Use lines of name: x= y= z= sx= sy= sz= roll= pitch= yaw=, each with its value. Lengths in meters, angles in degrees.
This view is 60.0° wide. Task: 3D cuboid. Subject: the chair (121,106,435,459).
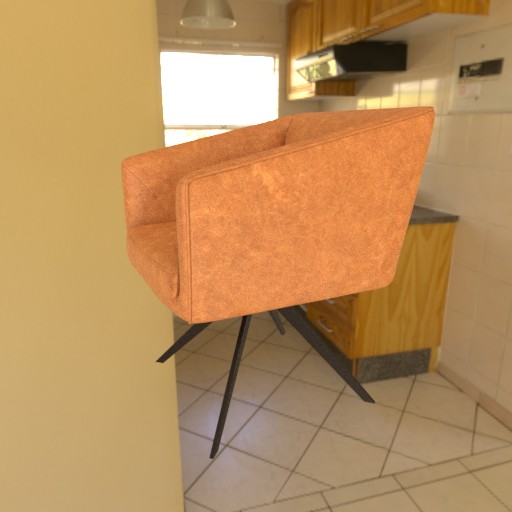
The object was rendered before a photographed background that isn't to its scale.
chair: x=0.000 y=0.000 z=1.198 sx=0.625 sy=0.760 sz=0.588 roll=-8 pitch=18 yaw=-26
